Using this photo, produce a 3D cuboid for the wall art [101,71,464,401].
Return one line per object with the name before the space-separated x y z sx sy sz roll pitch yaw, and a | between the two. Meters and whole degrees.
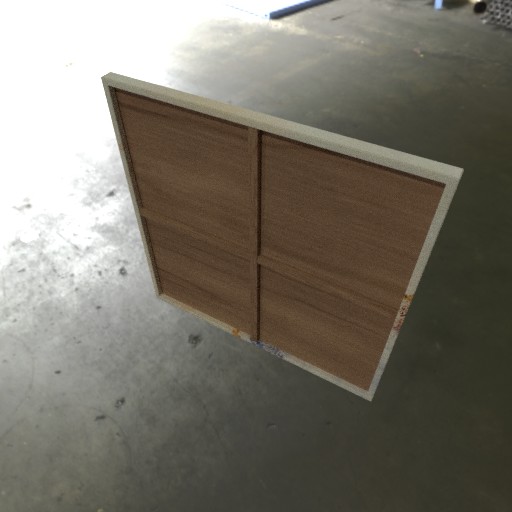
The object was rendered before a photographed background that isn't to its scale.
wall art | 0.000 0.000 1.301 0.889 0.889 0.038 22 50 20
